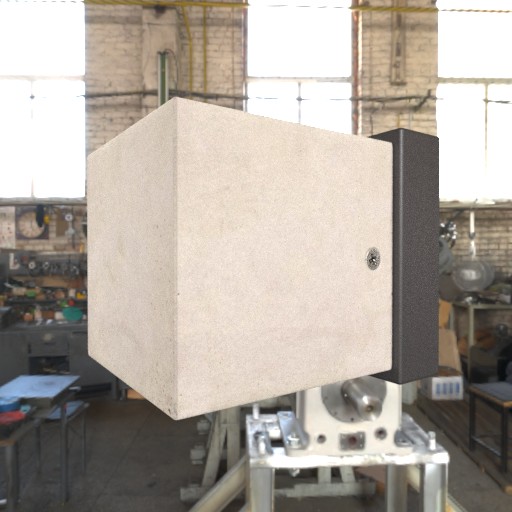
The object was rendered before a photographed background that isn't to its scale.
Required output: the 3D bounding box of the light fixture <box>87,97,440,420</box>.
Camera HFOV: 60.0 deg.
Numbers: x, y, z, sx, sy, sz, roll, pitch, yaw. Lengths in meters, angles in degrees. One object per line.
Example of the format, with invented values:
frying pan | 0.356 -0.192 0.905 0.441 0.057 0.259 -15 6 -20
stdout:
light fixture | 0.000 0.000 0.232 0.143 0.121 0.121 -1 1 -35
